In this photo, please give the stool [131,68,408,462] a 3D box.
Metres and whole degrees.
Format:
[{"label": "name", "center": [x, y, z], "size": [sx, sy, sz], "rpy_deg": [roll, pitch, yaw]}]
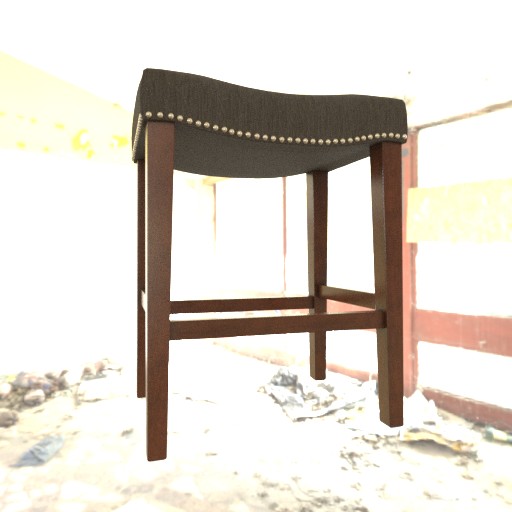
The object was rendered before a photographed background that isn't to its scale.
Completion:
[{"label": "stool", "center": [0.000, 0.000, 0.947], "size": [0.504, 0.654, 0.372], "rpy_deg": [0, 0, -18]}]
